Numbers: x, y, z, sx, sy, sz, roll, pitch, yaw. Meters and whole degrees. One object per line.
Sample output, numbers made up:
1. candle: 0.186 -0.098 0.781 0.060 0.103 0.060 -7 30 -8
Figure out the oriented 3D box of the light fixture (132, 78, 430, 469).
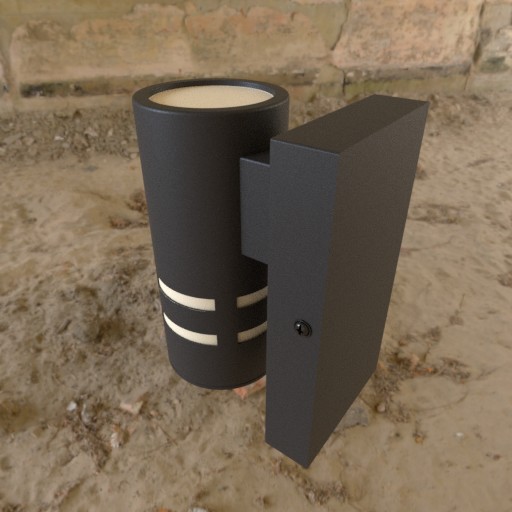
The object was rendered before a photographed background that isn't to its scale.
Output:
1. light fixture: 0.000 0.000 0.262 0.138 0.179 0.098 21 38 30
